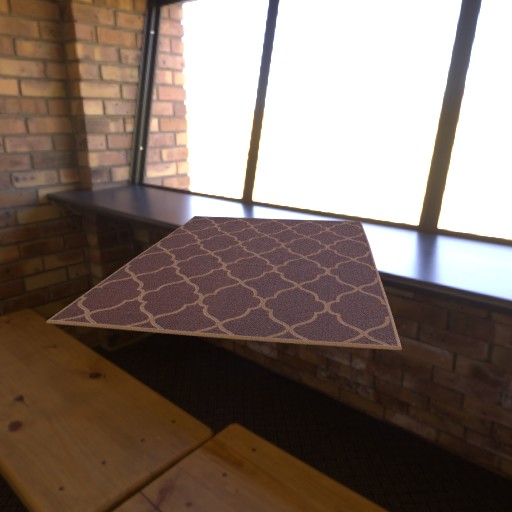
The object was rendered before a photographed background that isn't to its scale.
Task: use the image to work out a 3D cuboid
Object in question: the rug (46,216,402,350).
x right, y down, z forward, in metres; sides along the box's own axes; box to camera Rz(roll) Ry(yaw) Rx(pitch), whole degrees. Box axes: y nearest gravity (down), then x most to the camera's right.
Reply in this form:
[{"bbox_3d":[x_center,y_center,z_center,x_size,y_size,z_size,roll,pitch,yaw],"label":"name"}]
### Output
[{"bbox_3d":[0.000,0.000,2.914,1.526,0.014,2.290,3,17,9],"label":"rug"}]
